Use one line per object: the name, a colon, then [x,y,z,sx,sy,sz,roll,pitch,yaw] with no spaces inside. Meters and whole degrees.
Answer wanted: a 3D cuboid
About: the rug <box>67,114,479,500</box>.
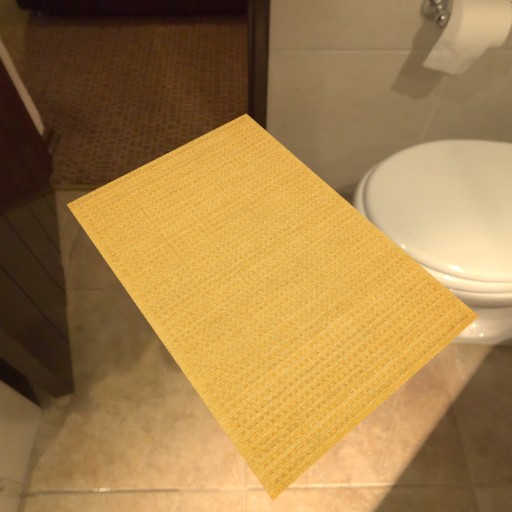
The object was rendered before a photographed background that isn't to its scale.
rug: [0.000,0.000,3.614,1.981,0.006,2.895,-33,63,-20]
